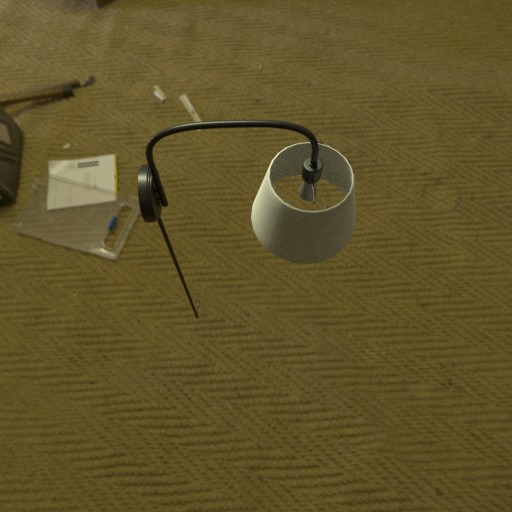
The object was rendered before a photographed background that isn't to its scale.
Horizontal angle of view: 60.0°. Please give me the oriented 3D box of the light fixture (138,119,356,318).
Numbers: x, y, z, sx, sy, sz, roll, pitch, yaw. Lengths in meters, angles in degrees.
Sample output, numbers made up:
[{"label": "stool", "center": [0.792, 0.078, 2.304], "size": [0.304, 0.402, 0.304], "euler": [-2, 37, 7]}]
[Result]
[{"label": "light fixture", "center": [0.000, 0.000, 0.462], "size": [0.176, 0.399, 0.092], "euler": [-2, 64, -1]}]
